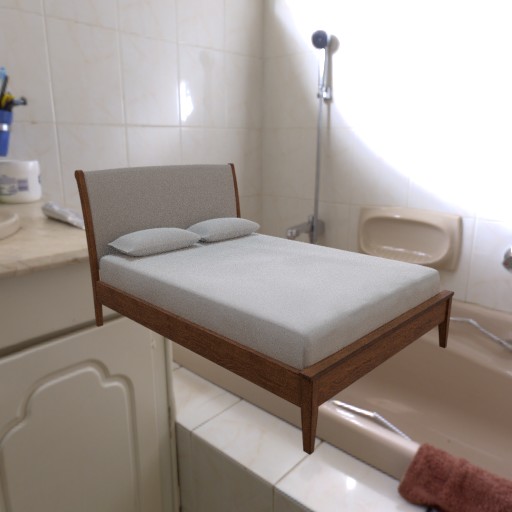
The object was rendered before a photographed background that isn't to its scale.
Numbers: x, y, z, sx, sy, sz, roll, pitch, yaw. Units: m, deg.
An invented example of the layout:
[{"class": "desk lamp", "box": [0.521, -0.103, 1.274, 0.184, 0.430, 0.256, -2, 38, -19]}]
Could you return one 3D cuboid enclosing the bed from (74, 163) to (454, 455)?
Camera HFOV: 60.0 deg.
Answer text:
[{"class": "bed", "box": [0.000, 0.000, 3.000, 2.108, 1.135, 1.502, 14, 20, 43]}]
